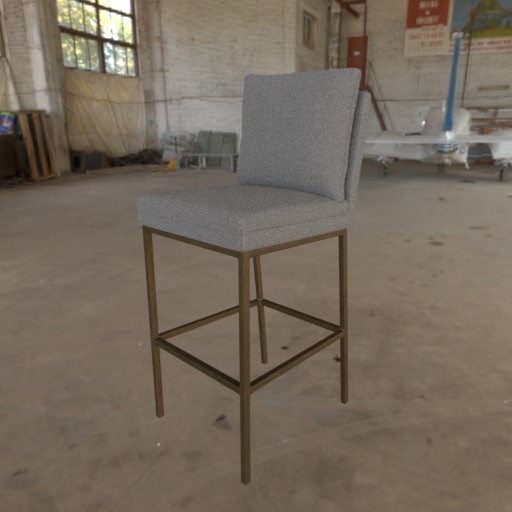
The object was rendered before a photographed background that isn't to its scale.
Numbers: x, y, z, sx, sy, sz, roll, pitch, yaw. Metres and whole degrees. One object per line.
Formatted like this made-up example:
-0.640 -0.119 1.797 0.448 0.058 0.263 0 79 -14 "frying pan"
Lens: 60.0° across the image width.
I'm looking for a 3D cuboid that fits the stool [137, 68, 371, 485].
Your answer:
0.000 0.000 1.412 0.463 1.132 0.569 15 22 42 "stool"
